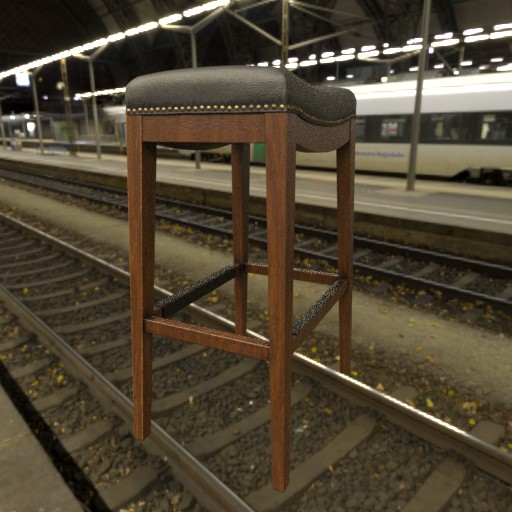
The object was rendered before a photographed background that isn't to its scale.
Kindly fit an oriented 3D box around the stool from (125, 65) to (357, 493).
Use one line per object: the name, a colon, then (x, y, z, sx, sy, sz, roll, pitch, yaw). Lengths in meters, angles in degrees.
stool: (0.000, 0.000, 1.027, 0.361, 0.765, 0.500, 7, 17, 25)
